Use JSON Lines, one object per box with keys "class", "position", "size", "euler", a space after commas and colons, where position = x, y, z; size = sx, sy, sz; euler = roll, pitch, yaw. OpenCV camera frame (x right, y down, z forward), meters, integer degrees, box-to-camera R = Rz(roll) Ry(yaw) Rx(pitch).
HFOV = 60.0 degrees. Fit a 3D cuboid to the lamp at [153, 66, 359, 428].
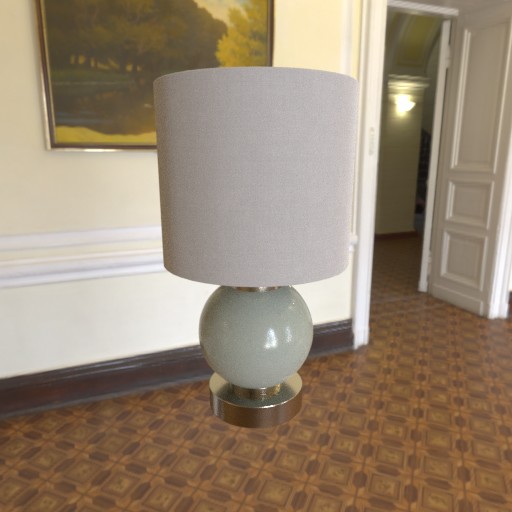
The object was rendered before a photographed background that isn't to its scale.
{"class": "lamp", "position": [0.000, 0.000, 0.484], "size": [0.201, 0.353, 0.201], "euler": [-2, 14, -10]}
